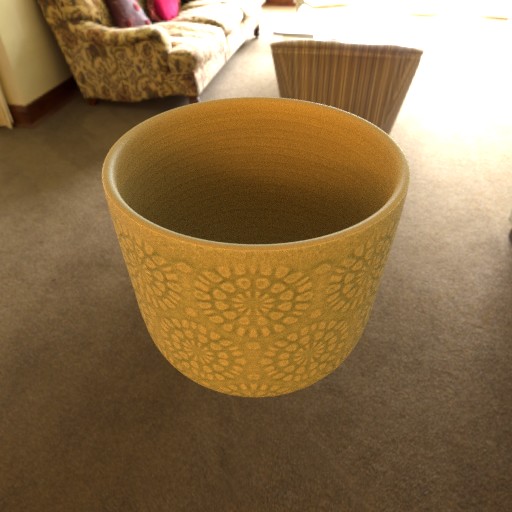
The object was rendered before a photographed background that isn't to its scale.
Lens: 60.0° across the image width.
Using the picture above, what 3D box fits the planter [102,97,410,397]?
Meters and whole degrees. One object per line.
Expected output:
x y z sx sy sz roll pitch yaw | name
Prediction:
0.000 0.000 0.300 0.169 0.153 0.169 0 41 0 | planter
